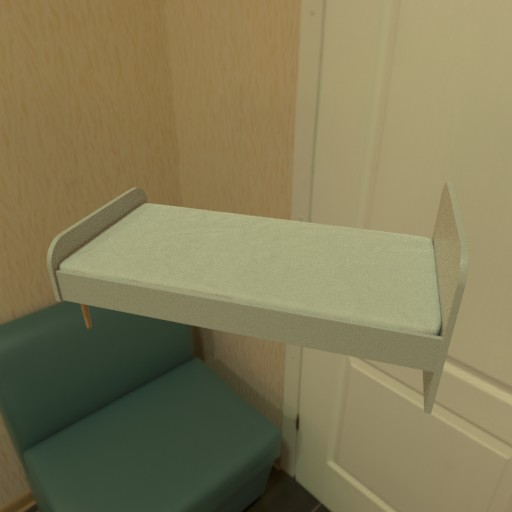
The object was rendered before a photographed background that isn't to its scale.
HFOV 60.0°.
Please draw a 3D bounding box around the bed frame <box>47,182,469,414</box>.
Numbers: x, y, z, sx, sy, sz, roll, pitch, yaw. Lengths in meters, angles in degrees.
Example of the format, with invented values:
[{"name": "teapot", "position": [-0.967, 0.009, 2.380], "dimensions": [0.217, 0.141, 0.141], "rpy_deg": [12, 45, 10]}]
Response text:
[{"name": "bed frame", "position": [0.000, 0.000, 2.488], "dimensions": [1.963, 0.805, 0.998], "rpy_deg": [8, 30, 15]}]
